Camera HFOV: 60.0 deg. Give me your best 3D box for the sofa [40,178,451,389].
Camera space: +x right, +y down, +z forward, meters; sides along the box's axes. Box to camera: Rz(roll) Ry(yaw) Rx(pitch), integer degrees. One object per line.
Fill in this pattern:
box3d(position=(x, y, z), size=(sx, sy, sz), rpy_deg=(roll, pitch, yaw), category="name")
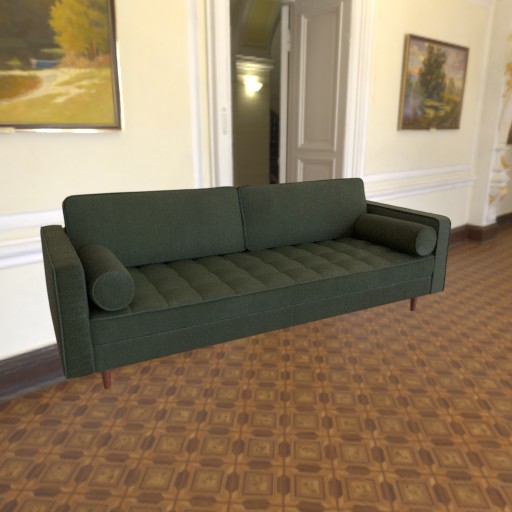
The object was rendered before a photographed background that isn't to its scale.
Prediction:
box3d(position=(0.000, 0.000, 2.560), size=(2.199, 0.769, 0.918), rpy_deg=(-8, 18, -27), category="sofa")
